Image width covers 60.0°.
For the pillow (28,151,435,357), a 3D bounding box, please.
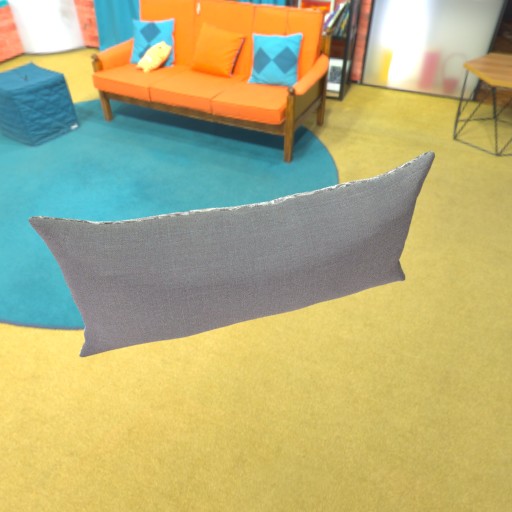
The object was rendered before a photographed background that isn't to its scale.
[{"bbox_3d":[0.000,0.000,0.734,0.631,0.290,0.148,-12,42,-13],"label":"pillow"}]
